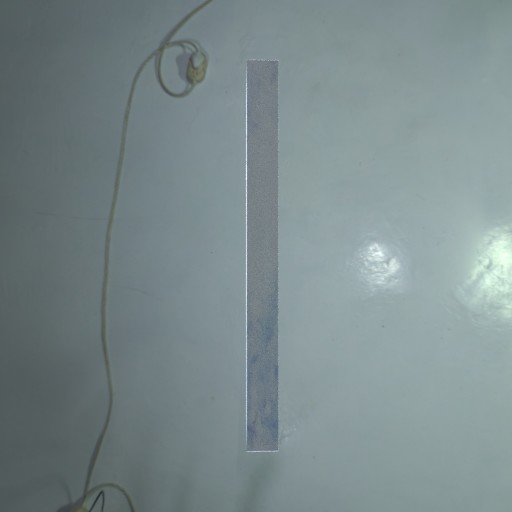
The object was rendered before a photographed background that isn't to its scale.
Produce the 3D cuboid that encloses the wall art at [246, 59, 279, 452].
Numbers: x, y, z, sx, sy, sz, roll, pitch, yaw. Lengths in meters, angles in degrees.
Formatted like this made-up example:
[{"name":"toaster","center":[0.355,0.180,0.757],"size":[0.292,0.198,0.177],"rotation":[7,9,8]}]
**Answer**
[{"name":"wall art","center":[0.000,0.000,1.096],"size":[0.048,0.874,0.583],"rotation":[0,90,-1]}]
